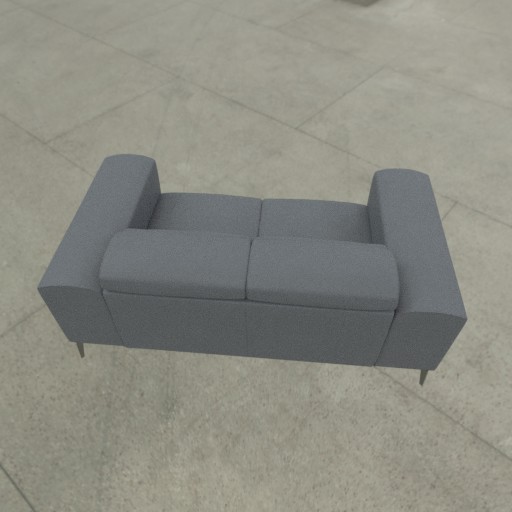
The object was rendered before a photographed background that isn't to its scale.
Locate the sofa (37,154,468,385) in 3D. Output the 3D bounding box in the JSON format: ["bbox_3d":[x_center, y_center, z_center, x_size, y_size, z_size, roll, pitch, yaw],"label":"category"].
[{"bbox_3d":[0.000,0.000,2.399,1.895,0.779,1.003,4,49,3],"label":"sofa"}]
